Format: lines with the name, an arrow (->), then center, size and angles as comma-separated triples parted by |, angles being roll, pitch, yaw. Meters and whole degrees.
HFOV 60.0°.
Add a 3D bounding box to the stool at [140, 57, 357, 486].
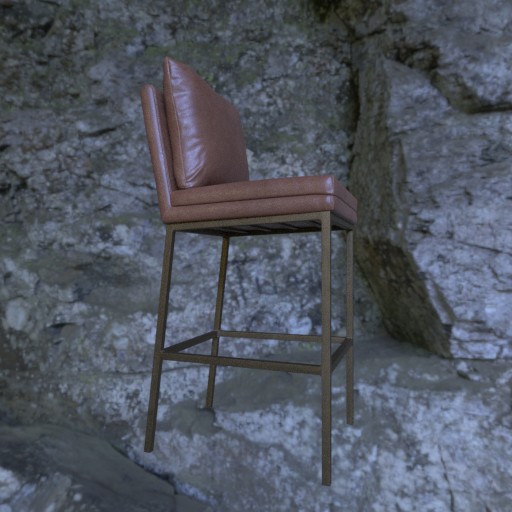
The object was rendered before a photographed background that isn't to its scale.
stool -> 0.000, 0.000, 1.381 | 0.571, 1.124, 0.463 | 0, 0, 20
